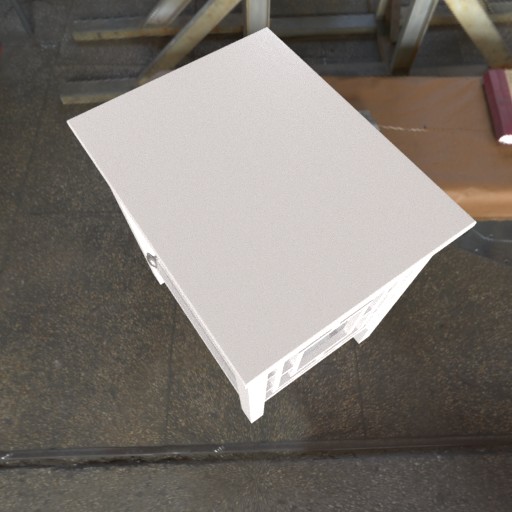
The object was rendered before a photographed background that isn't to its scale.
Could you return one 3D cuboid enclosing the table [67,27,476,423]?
[{"bbox_3d":[0.000,0.000,1.026,0.451,0.646,0.564,-32,68,-15],"label":"table"}]
